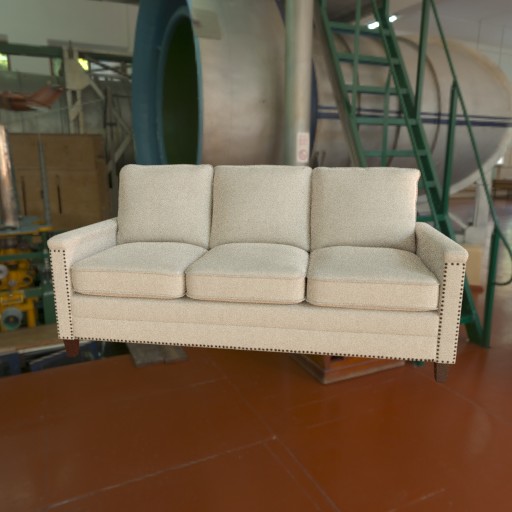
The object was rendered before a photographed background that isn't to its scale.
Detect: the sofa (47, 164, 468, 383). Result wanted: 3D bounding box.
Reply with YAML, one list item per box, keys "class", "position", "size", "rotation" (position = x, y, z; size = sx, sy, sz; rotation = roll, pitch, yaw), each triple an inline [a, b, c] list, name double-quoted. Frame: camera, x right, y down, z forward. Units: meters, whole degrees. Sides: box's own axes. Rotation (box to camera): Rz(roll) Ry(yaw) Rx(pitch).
- class: "sofa"
  position: [0.000, 0.000, 2.397]
  size: [1.925, 0.961, 0.828]
  rotation: [2, 13, 8]
